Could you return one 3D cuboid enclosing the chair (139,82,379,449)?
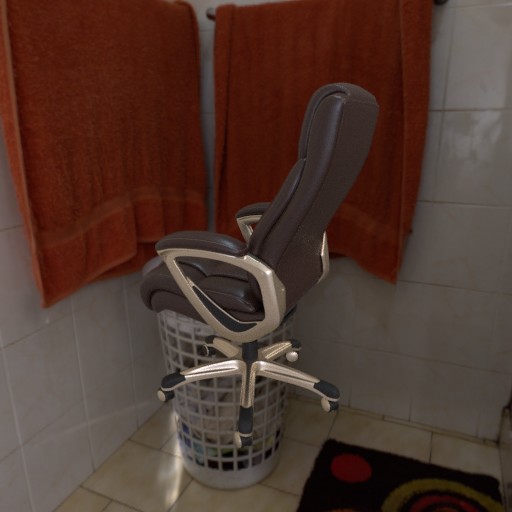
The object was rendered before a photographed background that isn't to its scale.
[{"bbox_3d":[0.000,0.000,1.675,0.749,1.194,0.692,8,18,24],"label":"chair"}]
